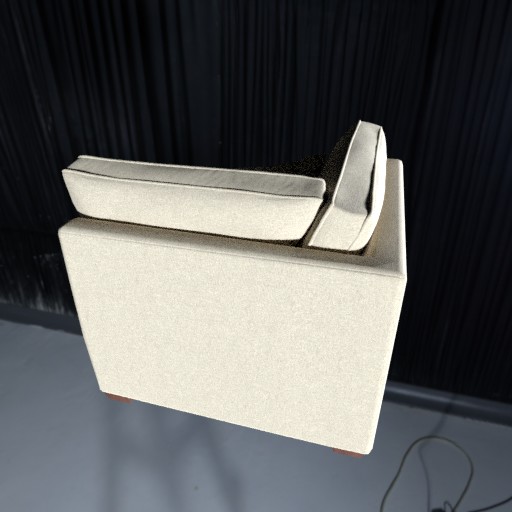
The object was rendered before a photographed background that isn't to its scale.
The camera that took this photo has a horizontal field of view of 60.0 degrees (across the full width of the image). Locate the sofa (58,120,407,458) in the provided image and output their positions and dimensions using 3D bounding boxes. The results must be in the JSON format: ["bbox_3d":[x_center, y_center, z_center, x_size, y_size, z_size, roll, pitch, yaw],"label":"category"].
[{"bbox_3d":[0.000,0.000,1.932,1.146,1.002,1.084,8,31,13],"label":"sofa"}]
